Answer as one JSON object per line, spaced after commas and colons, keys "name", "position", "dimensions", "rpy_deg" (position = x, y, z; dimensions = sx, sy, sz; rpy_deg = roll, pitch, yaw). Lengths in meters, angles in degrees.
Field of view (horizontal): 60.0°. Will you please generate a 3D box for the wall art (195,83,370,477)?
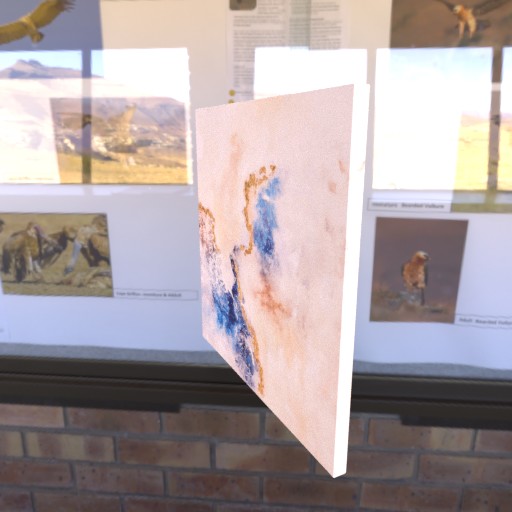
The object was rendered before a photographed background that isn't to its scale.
{"name": "wall art", "position": [0.000, 0.000, 1.339], "dimensions": [0.038, 0.889, 0.889], "rpy_deg": [-8, 17, -26]}
